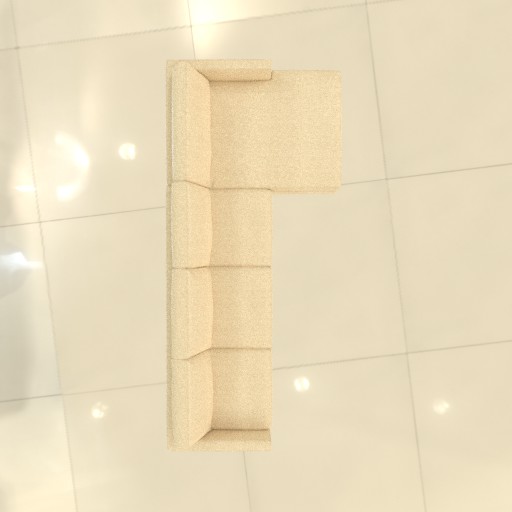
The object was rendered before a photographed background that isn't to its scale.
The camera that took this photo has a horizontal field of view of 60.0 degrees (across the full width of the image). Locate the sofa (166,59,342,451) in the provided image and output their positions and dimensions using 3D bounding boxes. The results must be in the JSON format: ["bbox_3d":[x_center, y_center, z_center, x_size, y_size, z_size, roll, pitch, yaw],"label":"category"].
[{"bbox_3d":[0.000,0.000,4.158,1.603,0.954,3.471,0,91,0],"label":"sofa"}]
